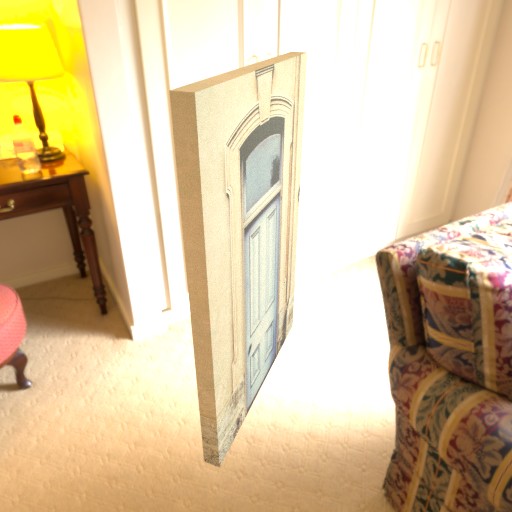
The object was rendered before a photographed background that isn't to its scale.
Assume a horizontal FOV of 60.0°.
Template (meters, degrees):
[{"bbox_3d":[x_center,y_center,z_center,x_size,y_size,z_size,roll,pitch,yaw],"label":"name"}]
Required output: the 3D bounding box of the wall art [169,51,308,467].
[{"bbox_3d":[0.000,0.000,0.964,0.038,0.764,0.508,12,32,19],"label":"wall art"}]
